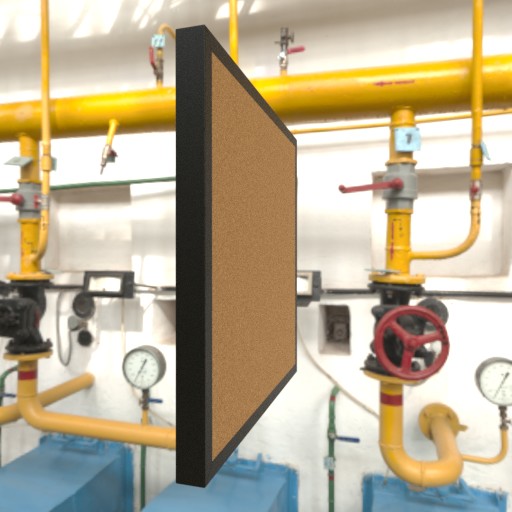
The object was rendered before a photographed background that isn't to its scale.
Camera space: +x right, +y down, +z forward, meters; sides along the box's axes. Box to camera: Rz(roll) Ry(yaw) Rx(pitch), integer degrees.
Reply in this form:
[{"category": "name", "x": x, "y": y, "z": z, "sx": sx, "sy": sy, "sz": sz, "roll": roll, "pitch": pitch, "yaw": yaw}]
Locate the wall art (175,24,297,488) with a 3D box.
[{"category": "wall art", "x": 0.000, "y": 0.000, "z": 0.732, "sx": 0.036, "sy": 0.508, "sz": 0.508, "roll": 0, "pitch": 0, "yaw": 17}]
